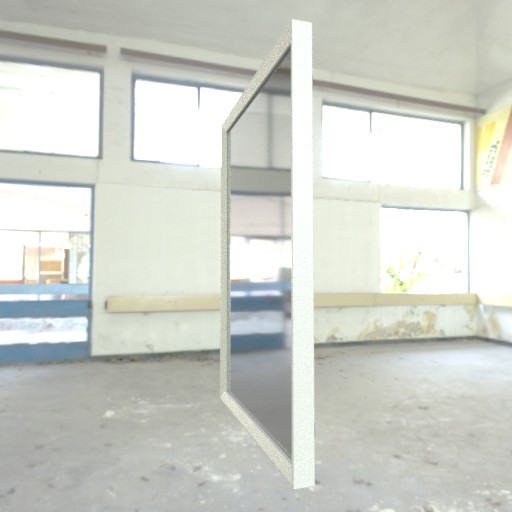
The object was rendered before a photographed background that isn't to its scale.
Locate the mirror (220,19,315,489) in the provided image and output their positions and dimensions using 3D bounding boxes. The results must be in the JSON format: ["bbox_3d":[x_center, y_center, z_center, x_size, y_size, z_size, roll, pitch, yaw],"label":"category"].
[{"bbox_3d":[0.000,0.000,0.916,0.039,0.710,0.507,1,-3,-17],"label":"mirror"}]
